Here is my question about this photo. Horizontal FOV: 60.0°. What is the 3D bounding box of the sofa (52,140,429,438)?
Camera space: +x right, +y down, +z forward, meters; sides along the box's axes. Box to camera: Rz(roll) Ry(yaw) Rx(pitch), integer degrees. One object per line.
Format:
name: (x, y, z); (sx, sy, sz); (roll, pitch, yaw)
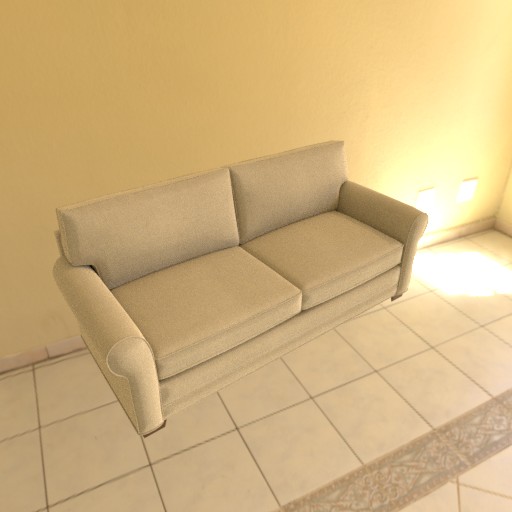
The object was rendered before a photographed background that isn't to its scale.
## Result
sofa: (0.000, 0.000, 2.674); (2.146, 0.962, 0.901); (-21, 37, -30)
